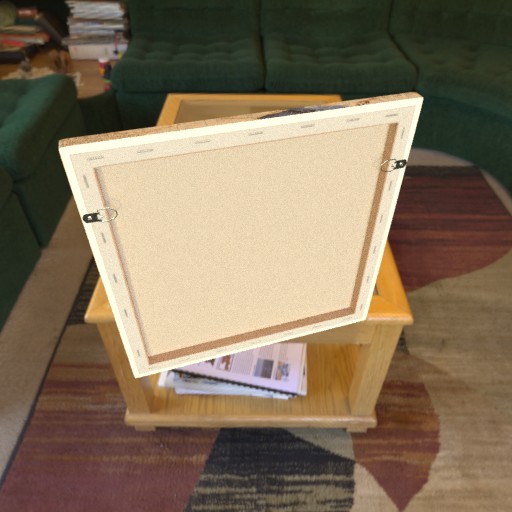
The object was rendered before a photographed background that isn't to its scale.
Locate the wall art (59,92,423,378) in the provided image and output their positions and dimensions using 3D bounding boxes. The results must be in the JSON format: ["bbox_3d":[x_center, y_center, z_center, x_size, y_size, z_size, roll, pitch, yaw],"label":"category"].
[{"bbox_3d":[0.000,0.000,1.380,0.912,0.914,0.039,-12,44,-13],"label":"wall art"}]
